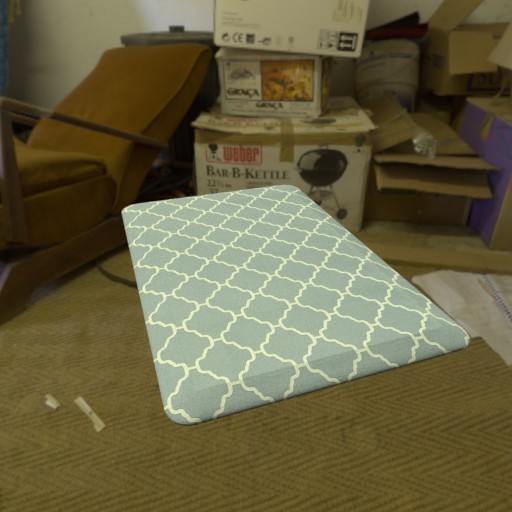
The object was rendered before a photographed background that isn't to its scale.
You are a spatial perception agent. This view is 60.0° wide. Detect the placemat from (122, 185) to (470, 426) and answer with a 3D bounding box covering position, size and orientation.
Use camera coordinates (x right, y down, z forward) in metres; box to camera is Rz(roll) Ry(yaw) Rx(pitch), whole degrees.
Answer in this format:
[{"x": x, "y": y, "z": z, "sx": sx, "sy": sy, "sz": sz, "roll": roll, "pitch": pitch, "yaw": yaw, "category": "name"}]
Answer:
[{"x": 0.000, "y": 0.000, "z": 0.955, "sx": 0.508, "sy": 0.021, "sz": 0.762, "roll": -10, "pitch": 32, "yaw": -17, "category": "placemat"}]
